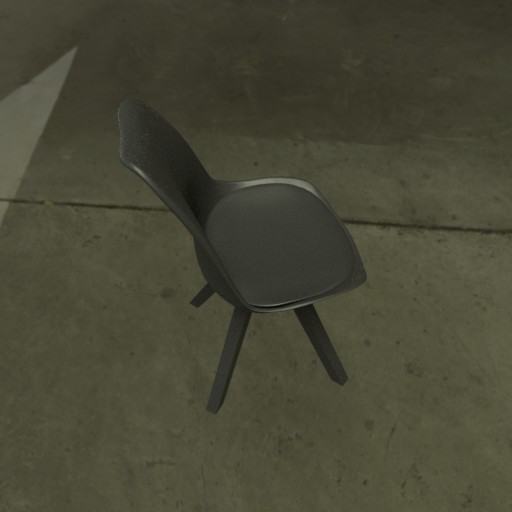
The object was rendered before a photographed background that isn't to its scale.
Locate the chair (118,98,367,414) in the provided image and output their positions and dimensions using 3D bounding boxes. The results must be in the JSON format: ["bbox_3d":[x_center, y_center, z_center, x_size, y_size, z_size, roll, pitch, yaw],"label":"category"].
[{"bbox_3d":[0.000,0.000,1.208,0.550,0.850,0.485,-10,48,-9],"label":"chair"}]
